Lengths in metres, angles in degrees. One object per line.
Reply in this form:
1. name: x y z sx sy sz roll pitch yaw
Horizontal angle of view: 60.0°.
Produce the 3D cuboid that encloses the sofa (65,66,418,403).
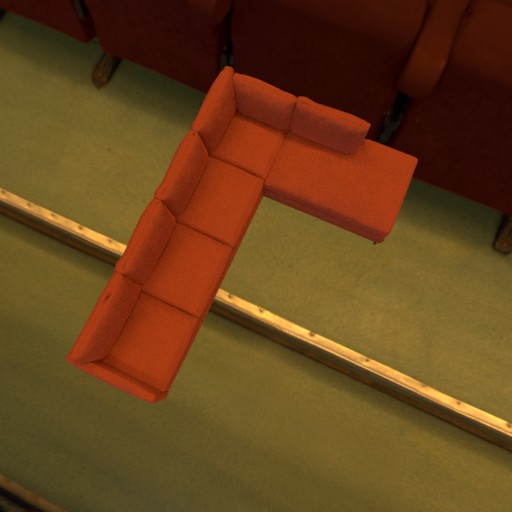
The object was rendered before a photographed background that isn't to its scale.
1. sofa: 0.000 0.000 3.617 1.879 0.757 2.736 24 78 6
